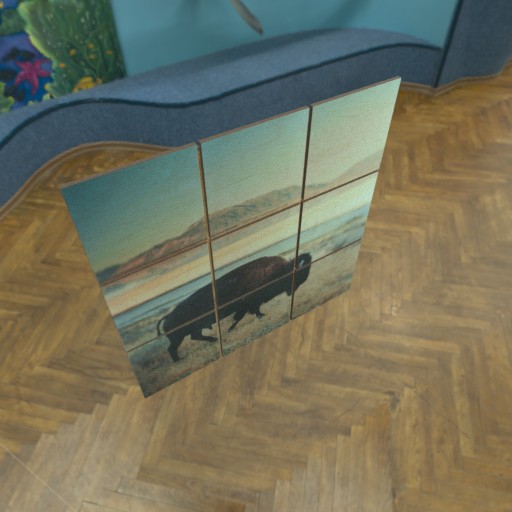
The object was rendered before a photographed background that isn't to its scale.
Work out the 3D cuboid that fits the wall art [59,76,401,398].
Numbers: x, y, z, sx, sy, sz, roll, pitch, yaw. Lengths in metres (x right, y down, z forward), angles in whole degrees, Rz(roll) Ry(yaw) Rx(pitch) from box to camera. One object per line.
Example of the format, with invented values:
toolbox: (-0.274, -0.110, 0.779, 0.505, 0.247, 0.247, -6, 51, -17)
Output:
wall art: (0.000, 0.000, 1.359, 0.906, 0.904, 0.018, -24, 51, -21)
